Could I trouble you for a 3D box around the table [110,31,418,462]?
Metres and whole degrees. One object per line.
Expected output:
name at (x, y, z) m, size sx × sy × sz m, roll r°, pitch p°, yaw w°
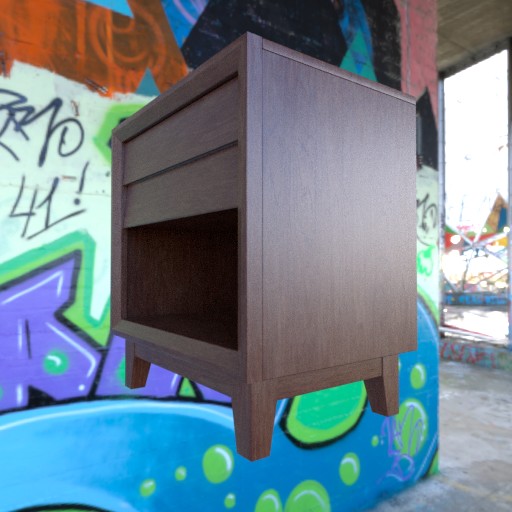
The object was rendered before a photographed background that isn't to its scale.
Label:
table at (0.000, 0.000, 0.966) m, size 0.449 × 0.609 × 0.557 m, roll 1°, pitch -1°, yaw -37°
